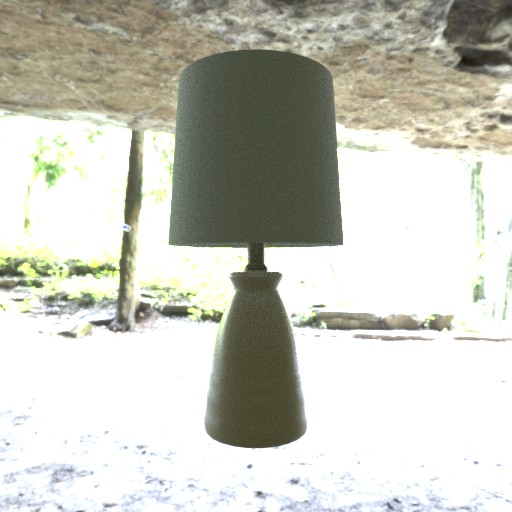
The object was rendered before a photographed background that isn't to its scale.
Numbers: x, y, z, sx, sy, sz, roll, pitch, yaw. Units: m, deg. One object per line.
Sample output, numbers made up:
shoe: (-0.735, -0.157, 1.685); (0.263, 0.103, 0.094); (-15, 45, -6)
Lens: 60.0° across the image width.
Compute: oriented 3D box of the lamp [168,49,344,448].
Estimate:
lamp: (0.000, 0.000, 0.477); (0.186, 0.369, 0.186); (0, 0, 0)
